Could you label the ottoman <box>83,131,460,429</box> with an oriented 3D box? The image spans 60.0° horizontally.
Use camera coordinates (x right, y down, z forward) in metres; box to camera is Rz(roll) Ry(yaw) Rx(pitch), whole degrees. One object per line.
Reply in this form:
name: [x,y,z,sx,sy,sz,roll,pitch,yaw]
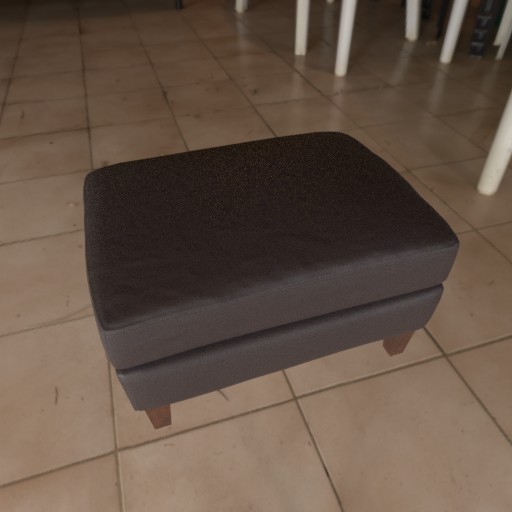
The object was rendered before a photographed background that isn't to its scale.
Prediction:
ottoman: [0.000,0.000,1.297,0.887,0.529,0.659,-13,43,-14]
